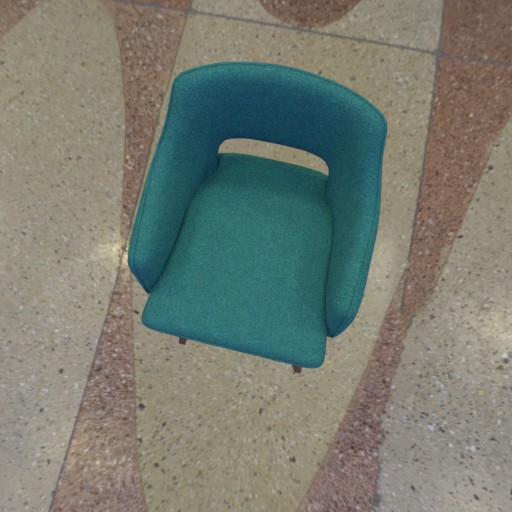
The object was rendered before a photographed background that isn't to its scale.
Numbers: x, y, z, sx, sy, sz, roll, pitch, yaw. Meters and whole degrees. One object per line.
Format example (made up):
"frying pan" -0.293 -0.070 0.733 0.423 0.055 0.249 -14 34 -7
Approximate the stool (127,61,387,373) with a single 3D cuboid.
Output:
"stool" 0.000 0.000 1.272 0.548 0.961 0.556 13 75 4
